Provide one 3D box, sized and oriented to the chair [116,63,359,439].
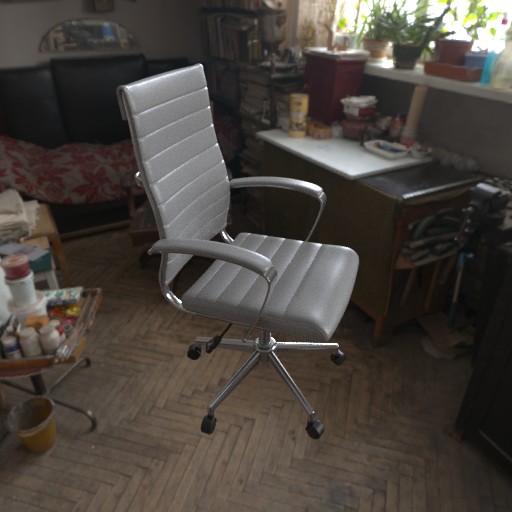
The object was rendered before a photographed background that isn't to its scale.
[{"bbox_3d":[0.000,0.000,1.532,0.667,1.149,0.679,12,33,19],"label":"chair"}]
